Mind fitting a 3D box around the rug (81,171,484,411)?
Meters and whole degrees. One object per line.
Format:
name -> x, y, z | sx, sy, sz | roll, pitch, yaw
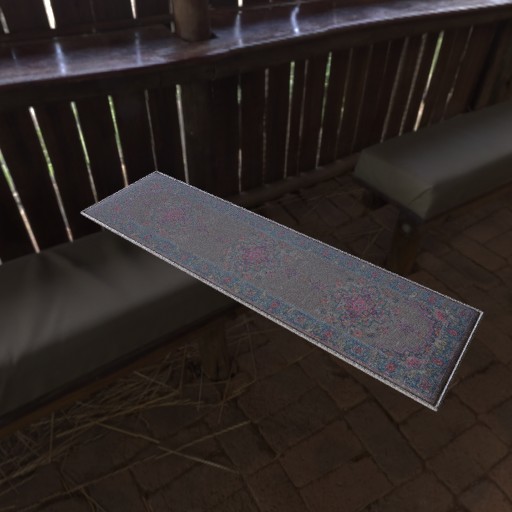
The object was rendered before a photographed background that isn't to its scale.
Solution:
rug -> 0.000, 0.000, 2.484 | 2.297, 0.019, 0.659 | 26, 47, 27
